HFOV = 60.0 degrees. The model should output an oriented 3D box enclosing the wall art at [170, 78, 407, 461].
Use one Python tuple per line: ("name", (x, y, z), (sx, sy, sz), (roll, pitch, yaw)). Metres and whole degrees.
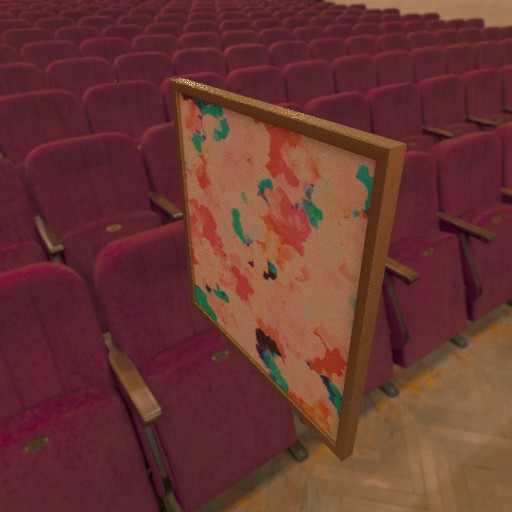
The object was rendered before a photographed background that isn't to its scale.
("wall art", (0.000, 0.000, 1.147), (0.036, 0.765, 0.767), (-20, 36, -30))
